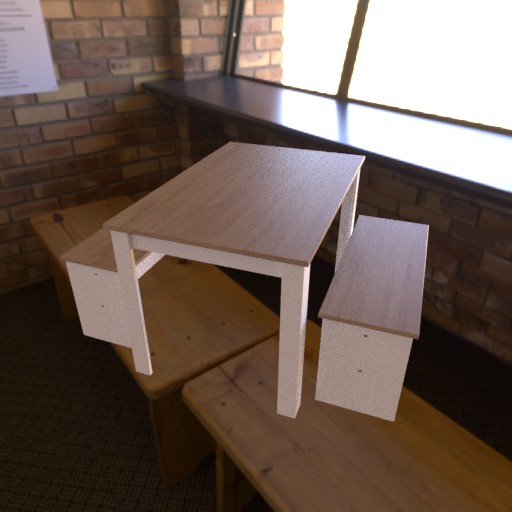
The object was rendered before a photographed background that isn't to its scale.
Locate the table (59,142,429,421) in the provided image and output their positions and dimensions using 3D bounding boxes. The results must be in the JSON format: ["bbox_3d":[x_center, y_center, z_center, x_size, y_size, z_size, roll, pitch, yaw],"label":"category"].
[{"bbox_3d":[0.000,0.000,2.035,1.443,0.700,1.100,11,32,18],"label":"table"}]
